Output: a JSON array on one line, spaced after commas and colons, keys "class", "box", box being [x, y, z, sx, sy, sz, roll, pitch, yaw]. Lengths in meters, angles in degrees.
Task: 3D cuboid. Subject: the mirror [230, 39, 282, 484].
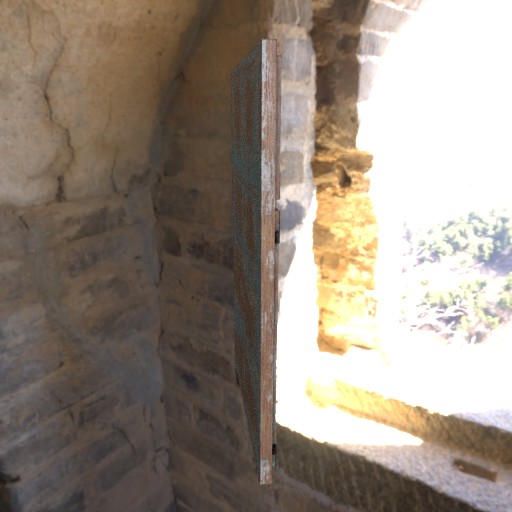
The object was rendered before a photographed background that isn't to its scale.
[{"class": "mirror", "box": [0.000, 0.000, 1.489, 0.083, 1.213, 0.707, -3, 17, -8]}]
